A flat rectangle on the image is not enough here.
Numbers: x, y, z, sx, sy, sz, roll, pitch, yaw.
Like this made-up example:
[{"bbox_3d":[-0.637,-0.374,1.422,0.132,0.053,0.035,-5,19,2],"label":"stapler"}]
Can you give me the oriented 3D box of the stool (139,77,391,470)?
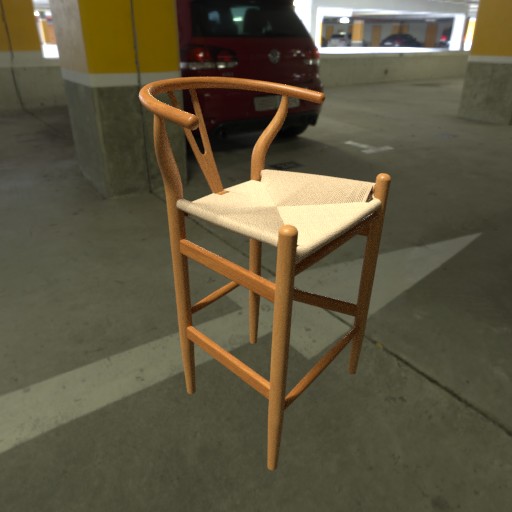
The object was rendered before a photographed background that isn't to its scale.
[{"bbox_3d":[0.000,0.000,1.331,0.579,0.970,0.569,19,32,33],"label":"stool"}]
